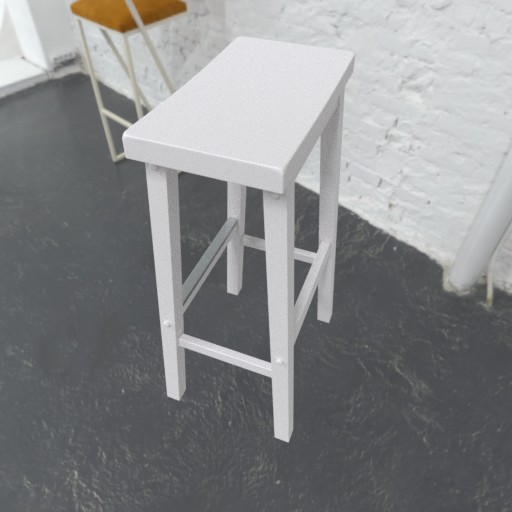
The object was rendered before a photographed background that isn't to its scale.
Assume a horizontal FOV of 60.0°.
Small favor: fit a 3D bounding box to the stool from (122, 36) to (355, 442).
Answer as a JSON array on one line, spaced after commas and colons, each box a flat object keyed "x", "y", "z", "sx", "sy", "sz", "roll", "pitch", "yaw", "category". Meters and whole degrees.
[{"x": 0.000, "y": 0.000, "z": 0.953, "sx": 0.322, "sy": 0.742, "sz": 0.406, "roll": 15, "pitch": 47, "yaw": 15, "category": "stool"}]
